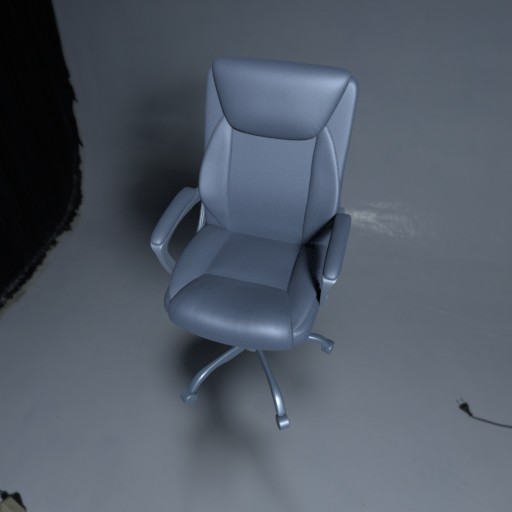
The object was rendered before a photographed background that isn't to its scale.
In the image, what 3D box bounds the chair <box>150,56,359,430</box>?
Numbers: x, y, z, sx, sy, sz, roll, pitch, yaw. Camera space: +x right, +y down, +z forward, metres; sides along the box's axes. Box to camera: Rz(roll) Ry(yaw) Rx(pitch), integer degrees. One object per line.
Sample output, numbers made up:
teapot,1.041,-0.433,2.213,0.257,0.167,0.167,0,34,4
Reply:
chair,0.000,0.000,1.469,0.615,1.072,0.655,11,44,12
